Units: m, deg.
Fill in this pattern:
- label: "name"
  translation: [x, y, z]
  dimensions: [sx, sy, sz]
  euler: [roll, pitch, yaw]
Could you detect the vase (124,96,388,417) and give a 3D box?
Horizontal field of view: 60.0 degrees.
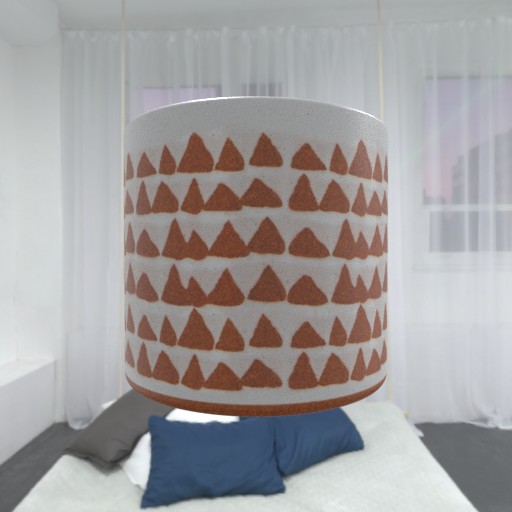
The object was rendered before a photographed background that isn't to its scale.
- label: "vase"
  translation: [0.000, 0.000, 0.240]
  dimensions: [0.137, 0.127, 0.137]
  euler: [0, 1, 0]
